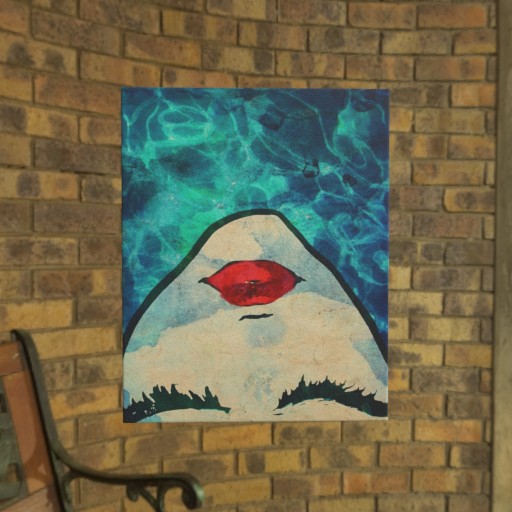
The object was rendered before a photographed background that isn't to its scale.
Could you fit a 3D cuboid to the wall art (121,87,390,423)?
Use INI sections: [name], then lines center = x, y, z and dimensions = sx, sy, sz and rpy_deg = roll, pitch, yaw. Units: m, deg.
[wall art]
center = 0.000, 0.000, 0.861
dimensions = 0.508, 0.635, 0.038
rpy_deg = 0, 1, -1
